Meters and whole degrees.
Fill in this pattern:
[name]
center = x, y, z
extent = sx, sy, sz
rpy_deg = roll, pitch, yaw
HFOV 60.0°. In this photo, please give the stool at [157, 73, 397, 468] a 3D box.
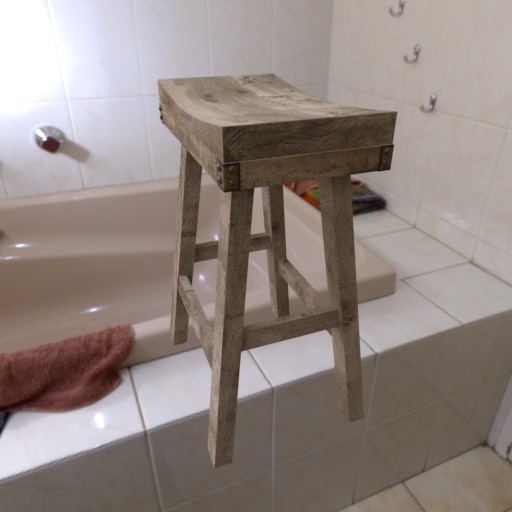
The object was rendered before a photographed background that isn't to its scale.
[stool]
center = 0.000, 0.000, 0.906
extent = 0.330, 0.635, 0.450
rpy_deg = -11, 31, -18
